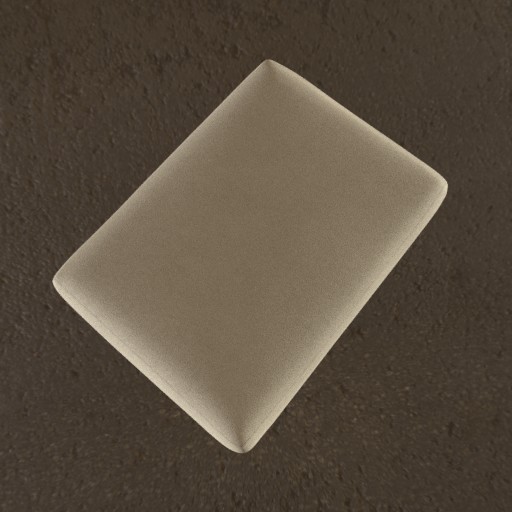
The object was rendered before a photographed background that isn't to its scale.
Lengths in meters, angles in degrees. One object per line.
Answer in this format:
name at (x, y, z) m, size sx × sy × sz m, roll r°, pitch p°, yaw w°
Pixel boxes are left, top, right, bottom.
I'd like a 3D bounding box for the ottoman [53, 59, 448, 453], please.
ottoman at (0.000, 0.000, 1.174) m, size 0.569 × 0.499 × 0.773 m, roll 39°, pitch 78°, yaw 10°
